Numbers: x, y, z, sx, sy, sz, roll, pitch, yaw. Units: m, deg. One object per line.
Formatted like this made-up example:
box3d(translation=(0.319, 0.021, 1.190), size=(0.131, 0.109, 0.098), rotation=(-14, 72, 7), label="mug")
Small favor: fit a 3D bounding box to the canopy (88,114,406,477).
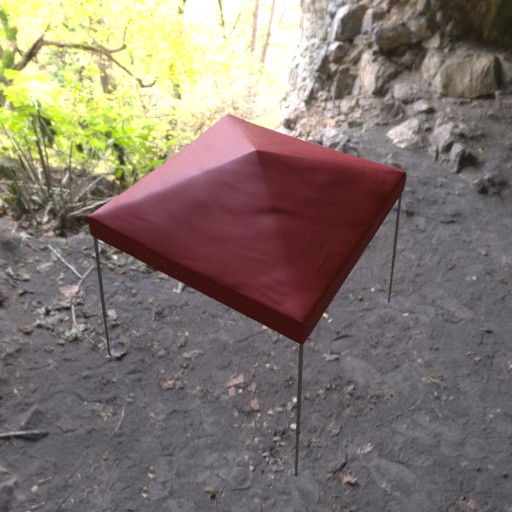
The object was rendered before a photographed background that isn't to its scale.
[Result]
box3d(translation=(0.000, 0.000, 5.151), size=(2.849, 2.849, 2.848), rotation=(25, 51, 22), label="canopy")
